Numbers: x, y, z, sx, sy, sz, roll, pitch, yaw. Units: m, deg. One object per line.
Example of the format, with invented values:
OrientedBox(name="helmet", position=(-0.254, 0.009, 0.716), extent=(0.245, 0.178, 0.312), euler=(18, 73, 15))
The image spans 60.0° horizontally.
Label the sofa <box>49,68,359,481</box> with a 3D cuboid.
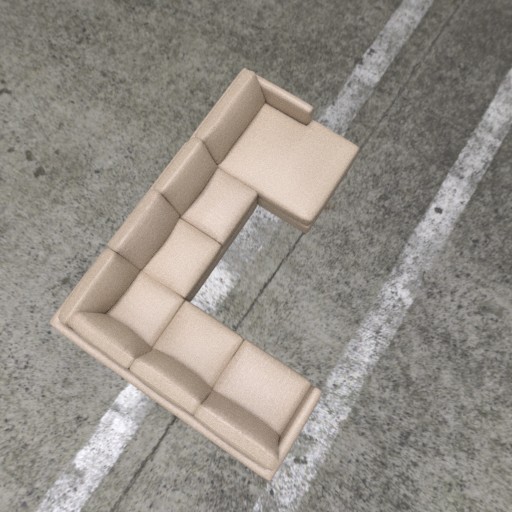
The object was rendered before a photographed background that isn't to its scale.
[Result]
OrientedBox(name="sofa", position=(0.000, 0.000, 4.695), extent=(2.594, 0.961, 3.460), euler=(32, 78, 8))
